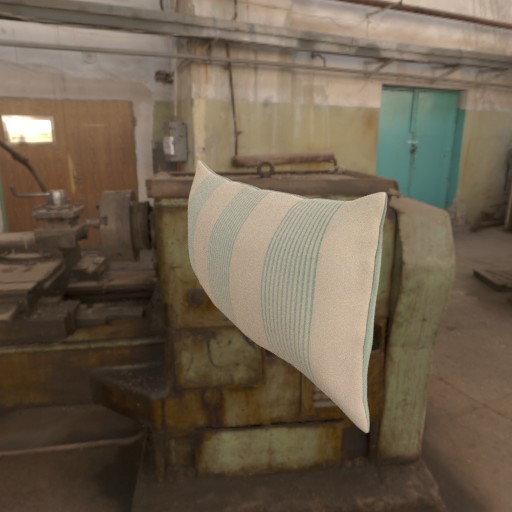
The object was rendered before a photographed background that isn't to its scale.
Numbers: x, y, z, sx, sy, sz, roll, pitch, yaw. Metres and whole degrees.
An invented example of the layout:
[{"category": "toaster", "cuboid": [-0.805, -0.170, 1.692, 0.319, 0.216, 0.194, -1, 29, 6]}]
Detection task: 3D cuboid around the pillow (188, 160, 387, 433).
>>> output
[{"category": "pillow", "cuboid": [0.000, 0.000, 0.744, 0.151, 0.287, 0.610, -7, 17, -24]}]
